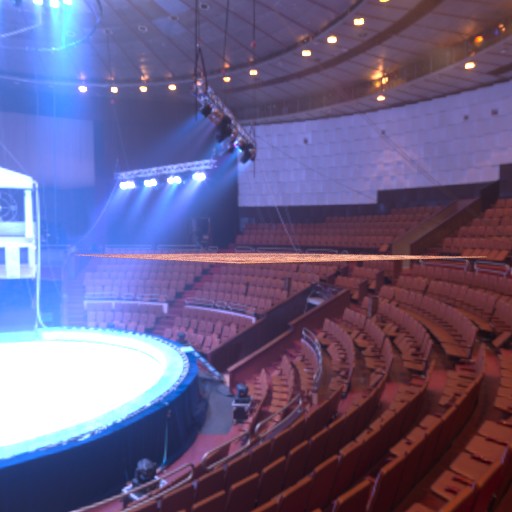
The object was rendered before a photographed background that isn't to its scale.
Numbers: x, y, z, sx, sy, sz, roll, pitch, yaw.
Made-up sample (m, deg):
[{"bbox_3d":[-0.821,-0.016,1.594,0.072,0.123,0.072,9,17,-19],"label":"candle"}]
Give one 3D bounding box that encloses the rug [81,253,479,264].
[{"bbox_3d":[0.000,0.000,4.129,2.454,0.005,3.067,-1,1,-37],"label":"rug"}]
